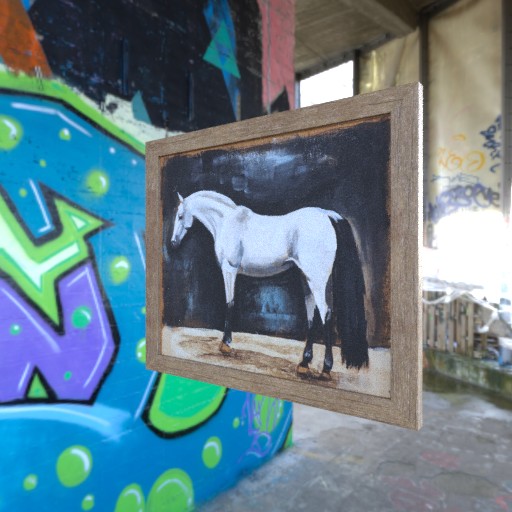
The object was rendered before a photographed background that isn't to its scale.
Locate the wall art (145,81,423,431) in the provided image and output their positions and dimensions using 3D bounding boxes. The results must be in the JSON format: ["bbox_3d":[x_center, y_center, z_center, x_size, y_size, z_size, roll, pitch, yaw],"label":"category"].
[{"bbox_3d":[0.000,0.000,0.956,0.690,0.588,0.026,0,0,36],"label":"wall art"}]
